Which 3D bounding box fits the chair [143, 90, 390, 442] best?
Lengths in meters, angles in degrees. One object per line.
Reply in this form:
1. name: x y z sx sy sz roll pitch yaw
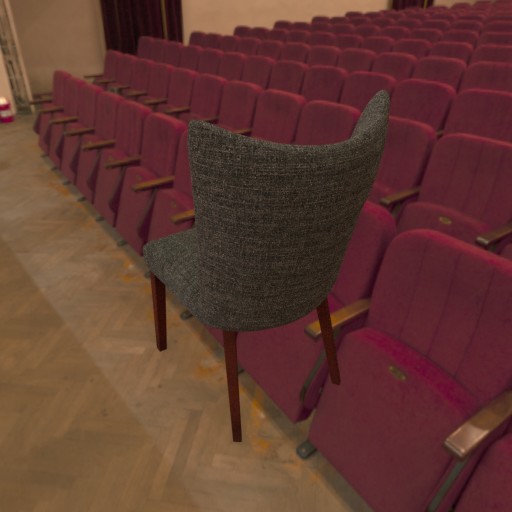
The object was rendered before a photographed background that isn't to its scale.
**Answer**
1. chair: 0.000 0.000 1.298 0.535 0.924 0.623 -19 35 -29
